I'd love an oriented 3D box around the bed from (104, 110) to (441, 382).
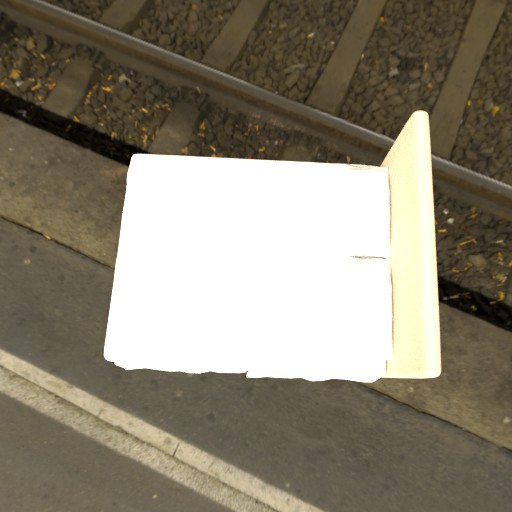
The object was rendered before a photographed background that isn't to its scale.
[{"bbox_3d":[0.000,0.000,3.241,2.142,1.330,1.723,3,75,1],"label":"bed"}]
